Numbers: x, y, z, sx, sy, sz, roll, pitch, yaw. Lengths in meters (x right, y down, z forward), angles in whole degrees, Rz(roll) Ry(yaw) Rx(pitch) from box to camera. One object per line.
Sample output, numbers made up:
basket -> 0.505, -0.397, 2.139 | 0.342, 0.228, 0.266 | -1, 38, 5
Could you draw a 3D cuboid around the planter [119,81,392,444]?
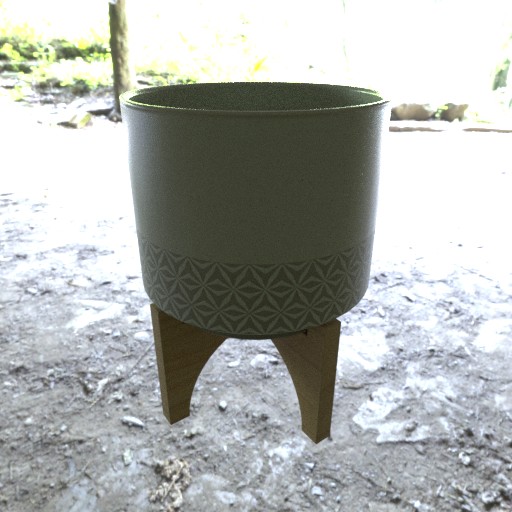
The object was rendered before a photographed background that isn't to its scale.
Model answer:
planter -> 0.000, 0.000, 0.373 | 0.188, 0.260, 0.188 | 0, 26, 0
